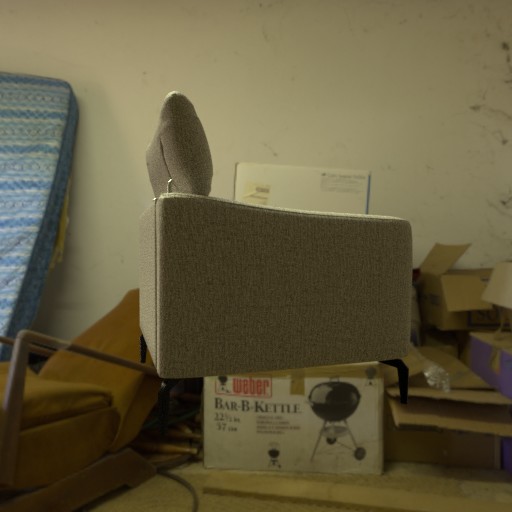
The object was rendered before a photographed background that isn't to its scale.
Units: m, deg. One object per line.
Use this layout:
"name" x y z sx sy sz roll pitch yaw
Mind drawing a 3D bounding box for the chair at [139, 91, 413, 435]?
"chair" 0.000 0.000 1.724 0.835 0.967 0.972 0 1 -18
